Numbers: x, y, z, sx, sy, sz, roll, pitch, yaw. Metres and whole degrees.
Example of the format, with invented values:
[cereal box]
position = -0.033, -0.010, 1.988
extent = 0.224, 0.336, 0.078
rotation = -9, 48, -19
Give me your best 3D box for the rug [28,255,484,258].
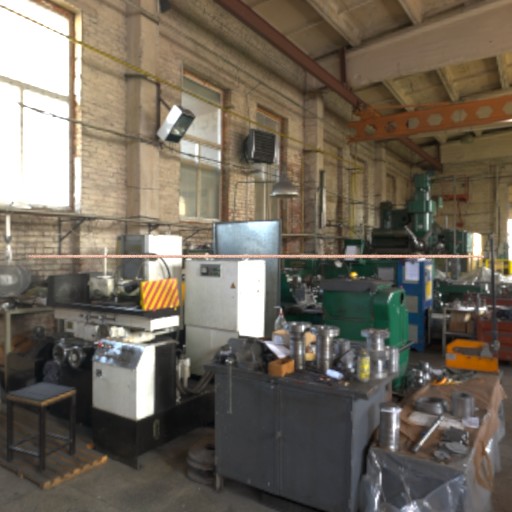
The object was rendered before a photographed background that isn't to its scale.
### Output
[rug]
position = 0.000, 0.000, 3.085
extent = 2.390, 0.015, 1.609
rotation = 0, 0, 0
